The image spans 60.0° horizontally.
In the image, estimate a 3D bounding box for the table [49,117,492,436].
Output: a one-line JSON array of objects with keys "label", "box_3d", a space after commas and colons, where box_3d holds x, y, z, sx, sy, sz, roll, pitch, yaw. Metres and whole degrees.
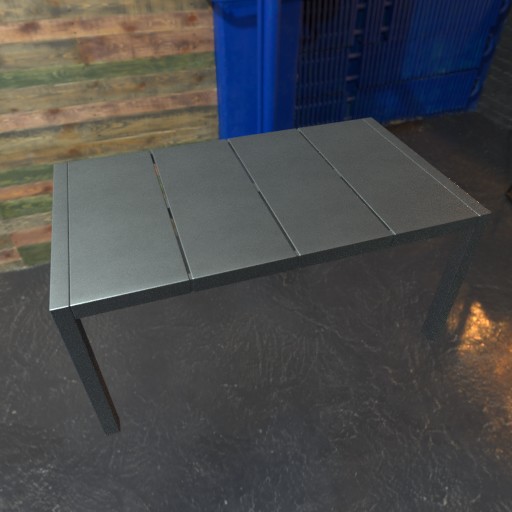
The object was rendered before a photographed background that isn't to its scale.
[{"label": "table", "box_3d": [0.000, 0.000, 1.257, 0.965, 0.460, 0.559, -12, 42, -14]}]
